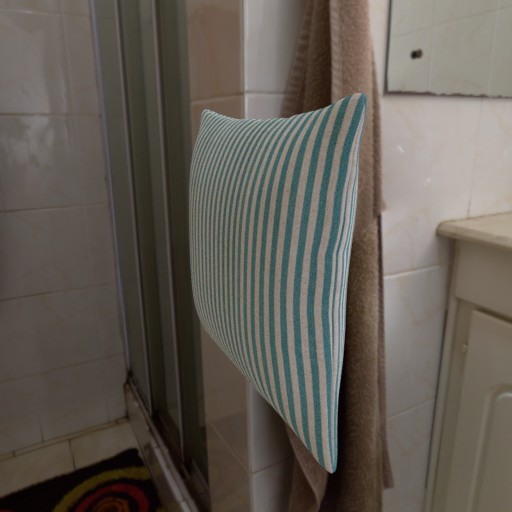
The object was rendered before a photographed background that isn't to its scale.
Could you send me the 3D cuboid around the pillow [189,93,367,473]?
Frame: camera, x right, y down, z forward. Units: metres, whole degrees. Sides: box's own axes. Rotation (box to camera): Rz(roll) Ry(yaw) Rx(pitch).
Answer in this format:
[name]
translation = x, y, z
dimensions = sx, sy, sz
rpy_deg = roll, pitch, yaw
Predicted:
[pillow]
translation = 0.000, 0.000, 0.784
dimensions = 0.166, 0.510, 0.523
rpy_deg = -8, 18, -25
